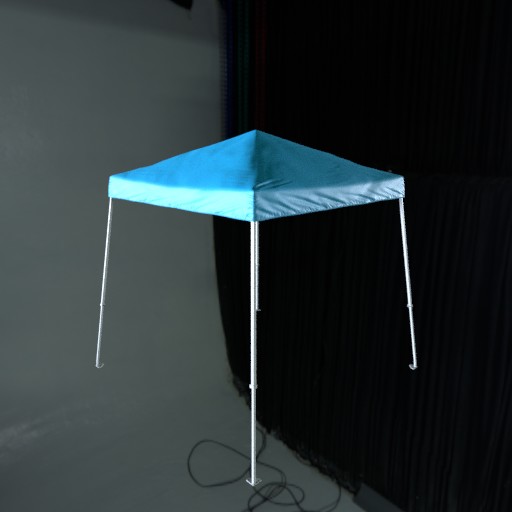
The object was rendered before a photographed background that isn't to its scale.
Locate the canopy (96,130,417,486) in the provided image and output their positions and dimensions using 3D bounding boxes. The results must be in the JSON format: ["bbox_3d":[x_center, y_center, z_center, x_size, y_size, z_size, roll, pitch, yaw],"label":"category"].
[{"bbox_3d":[0.000,0.000,5.206,2.849,2.849,2.848,-13,19,-43],"label":"canopy"}]
